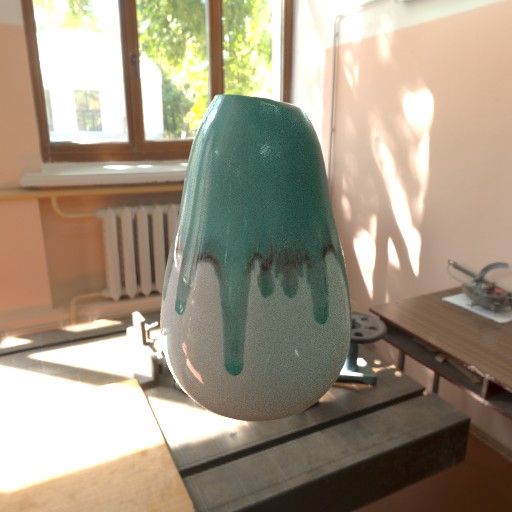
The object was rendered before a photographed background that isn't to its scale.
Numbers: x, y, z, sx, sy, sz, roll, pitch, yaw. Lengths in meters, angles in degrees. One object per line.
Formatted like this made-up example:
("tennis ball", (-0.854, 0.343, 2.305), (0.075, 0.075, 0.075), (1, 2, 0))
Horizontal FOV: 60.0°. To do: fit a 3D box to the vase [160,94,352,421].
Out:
("vase", (0.000, 0.000, 0.263), (0.116, 0.179, 0.116), (0, 16, 0))
